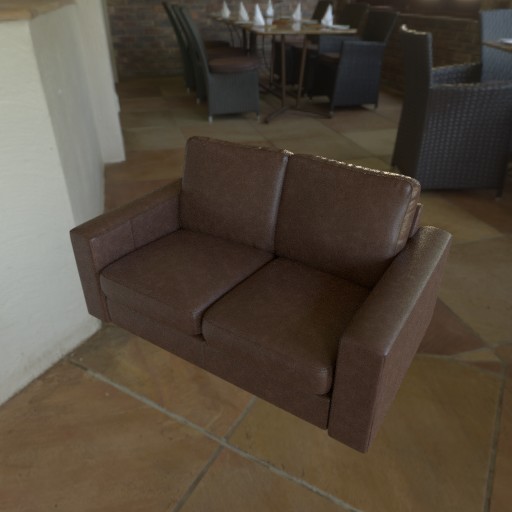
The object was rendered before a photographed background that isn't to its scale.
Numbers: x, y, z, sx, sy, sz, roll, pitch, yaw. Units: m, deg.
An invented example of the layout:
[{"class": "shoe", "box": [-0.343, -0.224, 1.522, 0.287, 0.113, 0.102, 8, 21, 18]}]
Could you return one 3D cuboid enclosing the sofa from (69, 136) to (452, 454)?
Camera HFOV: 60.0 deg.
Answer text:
[{"class": "sofa", "box": [0.000, 0.000, 2.205, 1.616, 0.873, 1.016, 18, 36, 28]}]
